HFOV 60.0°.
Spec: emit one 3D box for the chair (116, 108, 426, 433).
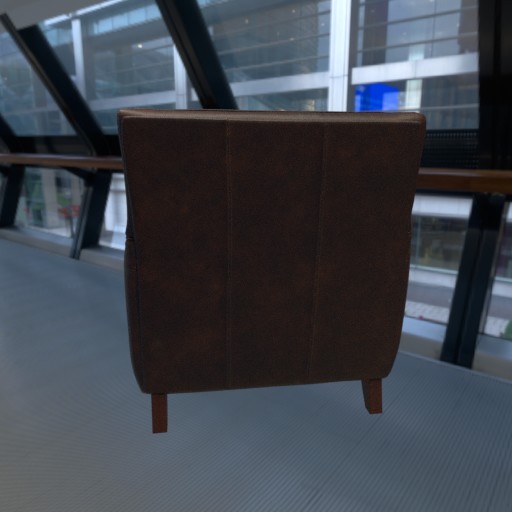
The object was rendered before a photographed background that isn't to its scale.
[{"bbox_3d":[0.000,0.000,1.605,0.870,0.943,0.823,-2,13,-8],"label":"chair"}]
